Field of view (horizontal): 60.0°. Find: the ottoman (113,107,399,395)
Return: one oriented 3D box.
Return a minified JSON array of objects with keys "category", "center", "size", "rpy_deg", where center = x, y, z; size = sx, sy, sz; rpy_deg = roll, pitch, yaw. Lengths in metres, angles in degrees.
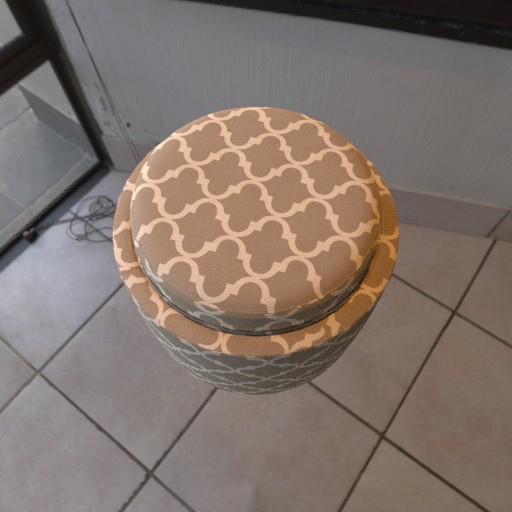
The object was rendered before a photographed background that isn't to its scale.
[{"category":"ottoman","center":[0.000,0.000,0.862],"size":[0.480,0.429,0.480],"rpy_deg":[0,63,0]}]
